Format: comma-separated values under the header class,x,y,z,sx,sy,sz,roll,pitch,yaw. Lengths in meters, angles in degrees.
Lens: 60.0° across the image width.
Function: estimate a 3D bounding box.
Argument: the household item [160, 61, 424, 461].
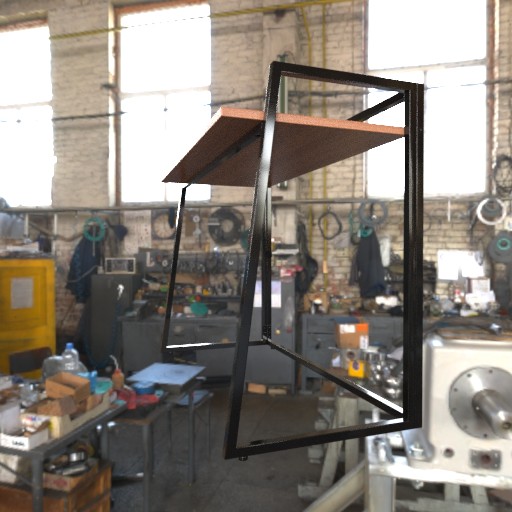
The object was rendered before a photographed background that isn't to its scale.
class,x,y,z,sx,sy,sz,roll,pitch,yaw
household item,0.000,0.000,1.504,0.510,0.860,1.050,0,1,-19
